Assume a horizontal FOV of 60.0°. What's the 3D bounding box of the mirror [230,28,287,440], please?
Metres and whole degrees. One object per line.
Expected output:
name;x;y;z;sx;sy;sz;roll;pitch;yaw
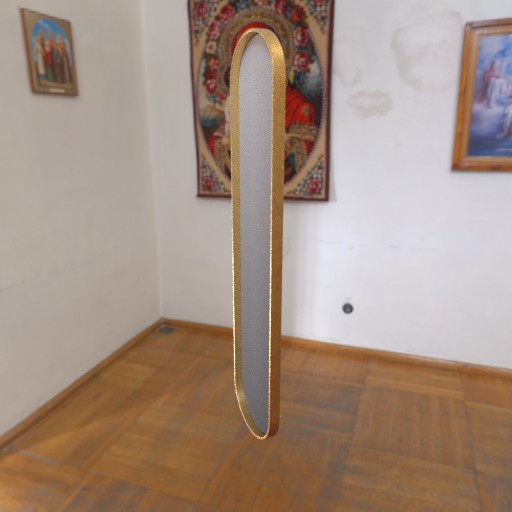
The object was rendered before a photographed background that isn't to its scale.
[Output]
mirror;0.000;0.000;1.070;0.032;0.991;0.222;-8;18;-24
